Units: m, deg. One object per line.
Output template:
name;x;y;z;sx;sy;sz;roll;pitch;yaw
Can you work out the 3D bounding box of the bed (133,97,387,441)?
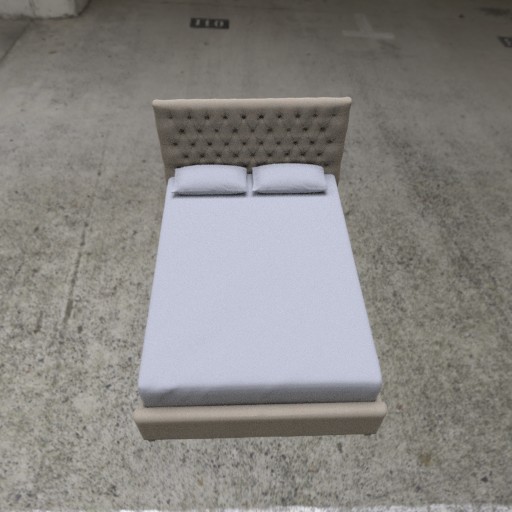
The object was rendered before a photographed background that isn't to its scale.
bed;0.000;0.000;3.497;1.698;1.427;2.387;-1;48;-1
